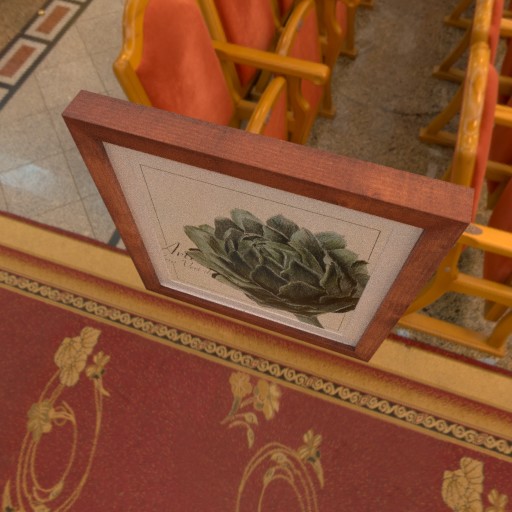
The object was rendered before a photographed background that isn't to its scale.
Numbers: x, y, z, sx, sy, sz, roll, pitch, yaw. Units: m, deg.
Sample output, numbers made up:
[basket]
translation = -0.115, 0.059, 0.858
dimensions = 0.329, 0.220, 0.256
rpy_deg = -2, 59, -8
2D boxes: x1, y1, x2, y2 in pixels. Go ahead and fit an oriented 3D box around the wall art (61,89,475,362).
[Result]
[wall art]
translation = 0.000, 0.000, 0.572
dimensions = 0.386, 0.385, 0.038
rpy_deg = 17, 61, 10
